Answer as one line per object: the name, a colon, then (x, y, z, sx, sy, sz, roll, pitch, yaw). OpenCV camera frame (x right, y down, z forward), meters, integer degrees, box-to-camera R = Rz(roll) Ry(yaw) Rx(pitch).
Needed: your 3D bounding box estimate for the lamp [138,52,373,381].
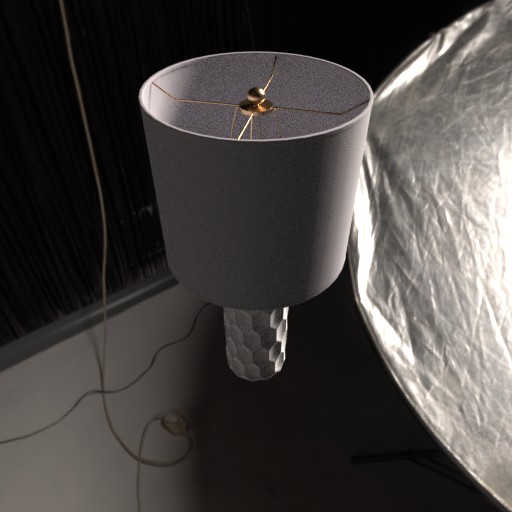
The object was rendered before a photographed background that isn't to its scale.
lamp: (0.000, 0.000, 0.708, 0.277, 0.537, 0.277, -28, 48, -28)
